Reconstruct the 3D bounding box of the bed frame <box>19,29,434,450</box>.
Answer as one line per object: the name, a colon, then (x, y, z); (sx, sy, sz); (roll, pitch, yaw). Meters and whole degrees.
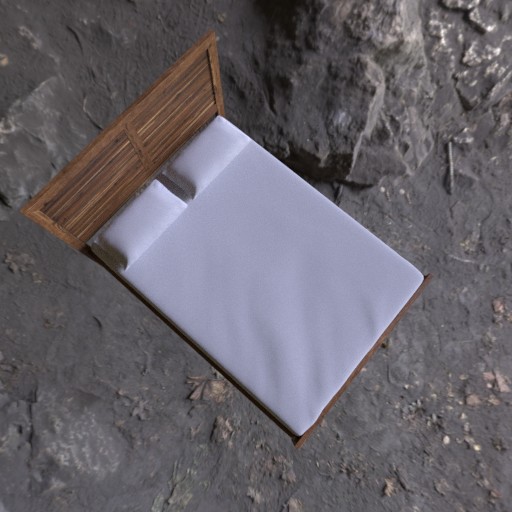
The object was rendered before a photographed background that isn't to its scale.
bed frame: (0.000, 0.000, 3.303); (2.276, 1.417, 1.696); (40, 79, 9)
